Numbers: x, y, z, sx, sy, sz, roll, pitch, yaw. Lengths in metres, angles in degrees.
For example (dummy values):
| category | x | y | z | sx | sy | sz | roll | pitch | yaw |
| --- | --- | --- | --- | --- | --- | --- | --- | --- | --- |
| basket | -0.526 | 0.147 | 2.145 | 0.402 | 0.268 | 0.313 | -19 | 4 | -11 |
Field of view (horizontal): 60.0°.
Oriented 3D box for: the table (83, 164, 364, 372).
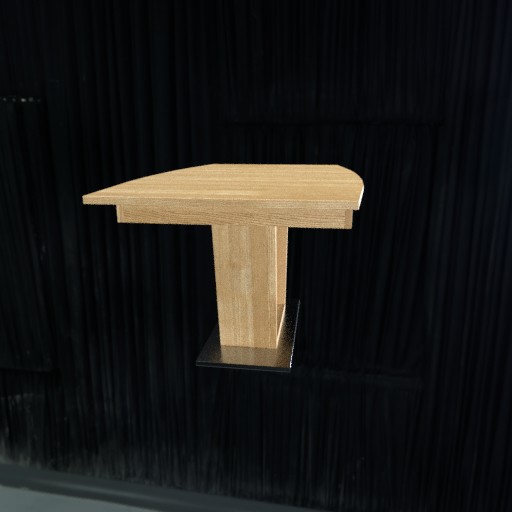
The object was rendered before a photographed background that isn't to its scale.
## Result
| category | x | y | z | sx | sy | sz | roll | pitch | yaw |
| --- | --- | --- | --- | --- | --- | --- | --- | --- | --- |
| table | 0.000 | 0.000 | 2.073 | 0.900 | 0.748 | 1.598 | 2 | 15 | 8 |
